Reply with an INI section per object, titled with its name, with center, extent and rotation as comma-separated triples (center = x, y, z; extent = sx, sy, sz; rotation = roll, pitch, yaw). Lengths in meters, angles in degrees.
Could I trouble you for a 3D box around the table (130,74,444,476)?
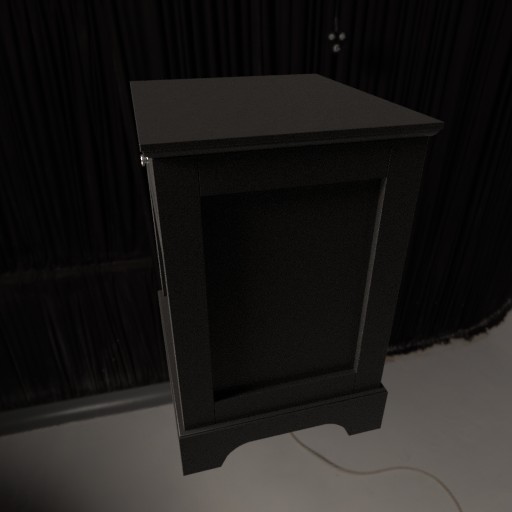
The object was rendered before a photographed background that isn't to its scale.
[table]
center = 0.000, 0.000, 0.891
extent = 0.399, 0.610, 0.460
rotation = -8, 31, -13
